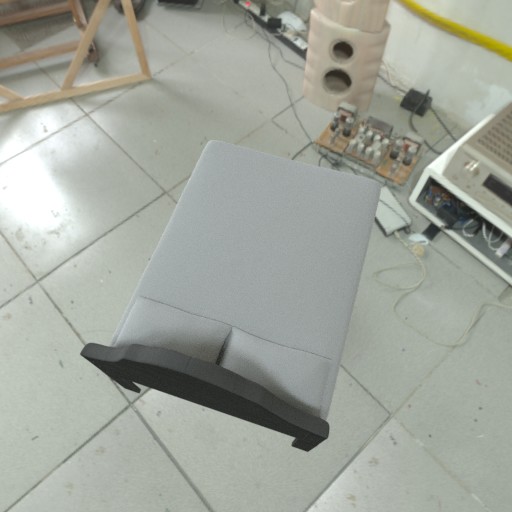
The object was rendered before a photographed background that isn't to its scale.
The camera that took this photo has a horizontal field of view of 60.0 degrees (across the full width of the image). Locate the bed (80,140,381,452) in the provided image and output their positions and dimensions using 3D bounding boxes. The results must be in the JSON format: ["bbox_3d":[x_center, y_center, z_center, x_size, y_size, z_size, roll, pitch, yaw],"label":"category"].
[{"bbox_3d":[0.000,0.000,3.227,1.636,1.575,2.155,16,64,8],"label":"bed"}]
